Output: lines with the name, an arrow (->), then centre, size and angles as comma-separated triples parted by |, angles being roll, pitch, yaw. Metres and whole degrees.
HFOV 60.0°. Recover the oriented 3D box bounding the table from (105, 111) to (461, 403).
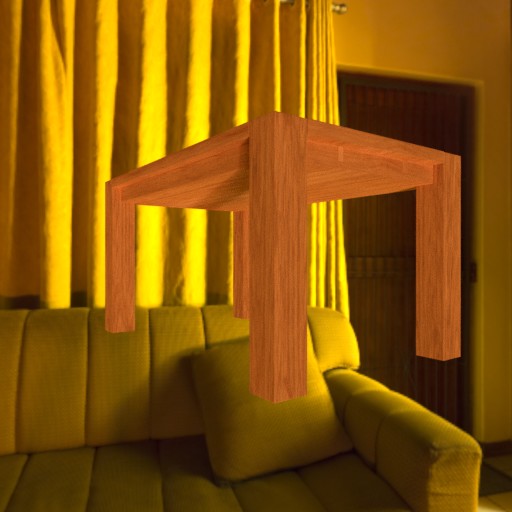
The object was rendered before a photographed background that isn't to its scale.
table -> 0.000, 0.000, 1.977 | 0.900, 0.760, 1.400 | 0, 0, -36
